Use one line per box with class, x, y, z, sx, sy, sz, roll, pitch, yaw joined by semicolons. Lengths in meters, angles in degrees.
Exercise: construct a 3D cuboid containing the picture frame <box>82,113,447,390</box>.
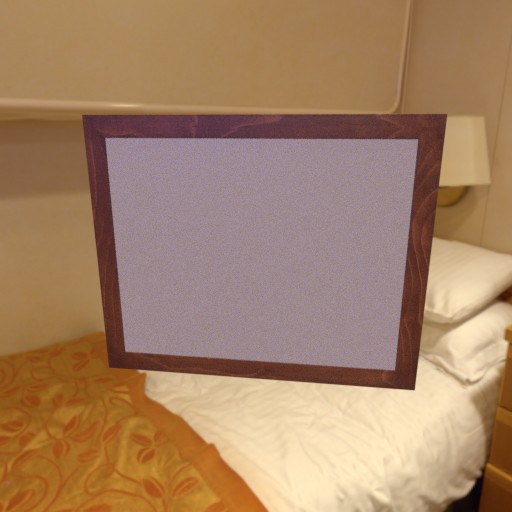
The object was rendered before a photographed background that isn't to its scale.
picture frame;0.000;0.000;0.751;0.559;0.457;0.025;2;17;7
